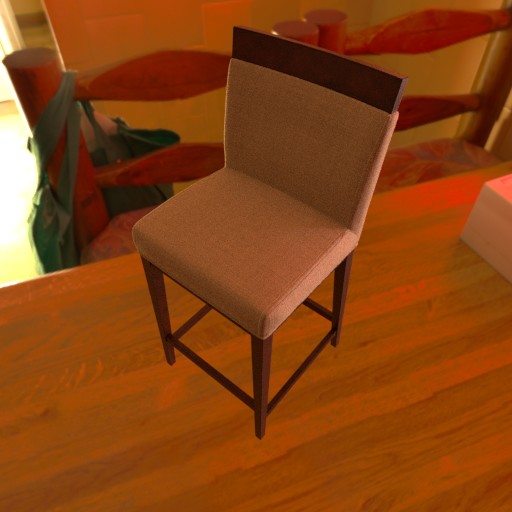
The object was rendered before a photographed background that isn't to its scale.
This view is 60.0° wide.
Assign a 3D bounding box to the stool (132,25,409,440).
[{"bbox_3d":[0.000,0.000,1.241,0.463,1.011,0.480,31,54,26],"label":"stool"}]
